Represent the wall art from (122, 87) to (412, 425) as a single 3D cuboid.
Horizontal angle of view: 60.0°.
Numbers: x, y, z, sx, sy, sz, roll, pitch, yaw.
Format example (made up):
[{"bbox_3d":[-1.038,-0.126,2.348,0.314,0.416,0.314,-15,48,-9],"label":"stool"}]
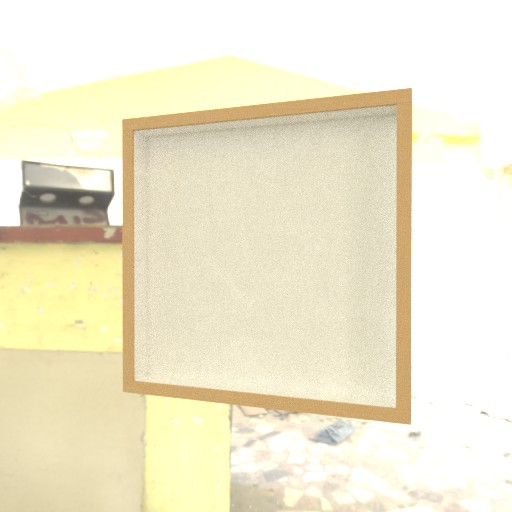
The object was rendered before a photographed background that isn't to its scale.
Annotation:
[{"bbox_3d":[0.000,0.000,0.612,0.405,0.405,0.038,0,1,18],"label":"wall art"}]
